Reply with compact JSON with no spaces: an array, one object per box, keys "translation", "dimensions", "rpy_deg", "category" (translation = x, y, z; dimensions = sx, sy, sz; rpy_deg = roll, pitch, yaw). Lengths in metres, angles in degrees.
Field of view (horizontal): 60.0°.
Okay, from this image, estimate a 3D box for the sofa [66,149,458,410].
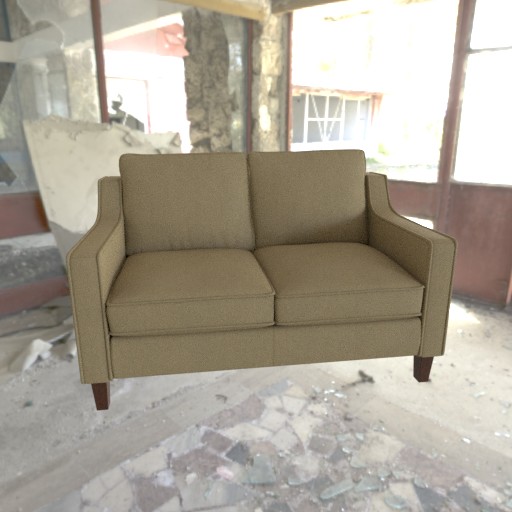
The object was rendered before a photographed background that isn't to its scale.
[{"translation":[0.000,0.000,2.148],"dimensions":[1.501,0.971,0.987],"rpy_deg":[-2,17,-8],"category":"sofa"}]
